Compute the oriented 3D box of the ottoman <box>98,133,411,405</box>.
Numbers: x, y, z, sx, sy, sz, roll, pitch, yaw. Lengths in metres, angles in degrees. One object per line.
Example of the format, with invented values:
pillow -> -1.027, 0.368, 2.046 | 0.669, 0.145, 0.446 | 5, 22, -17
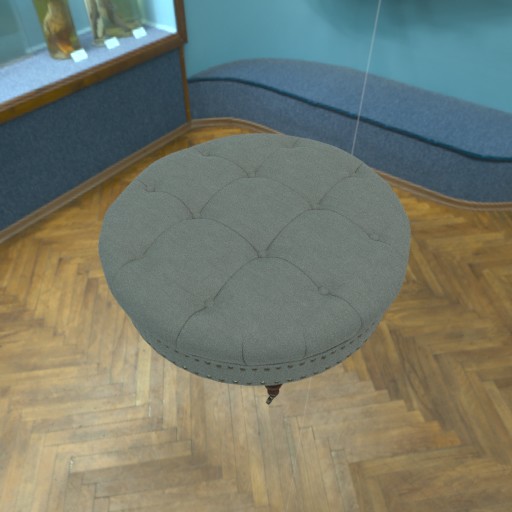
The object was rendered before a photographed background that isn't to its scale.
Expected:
ottoman -> 0.000, 0.000, 1.405 | 0.901, 0.439, 0.901 | 0, 46, 0
